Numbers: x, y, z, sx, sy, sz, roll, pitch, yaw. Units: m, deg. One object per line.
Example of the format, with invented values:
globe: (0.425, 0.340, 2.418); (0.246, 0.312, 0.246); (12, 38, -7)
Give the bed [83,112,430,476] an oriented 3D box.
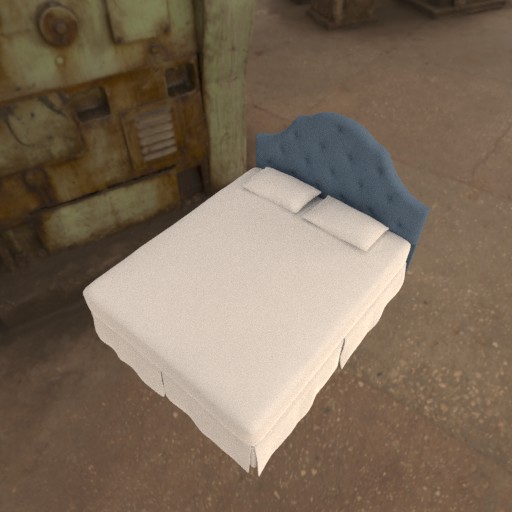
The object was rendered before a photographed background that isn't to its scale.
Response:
bed: (0.000, 0.000, 3.876); (2.039, 1.617, 2.477); (31, 54, 26)
